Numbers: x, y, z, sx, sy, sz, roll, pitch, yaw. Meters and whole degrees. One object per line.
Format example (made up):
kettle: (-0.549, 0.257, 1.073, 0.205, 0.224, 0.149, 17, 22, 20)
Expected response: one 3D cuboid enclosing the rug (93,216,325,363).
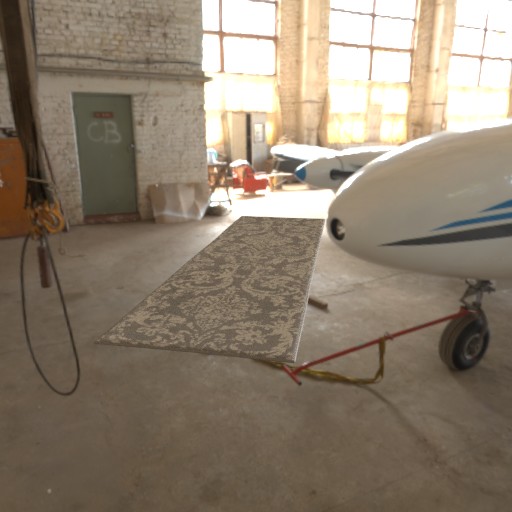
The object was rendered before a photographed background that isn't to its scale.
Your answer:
rug: (0.000, 0.000, 2.422, 0.662, 0.011, 2.196, 3, 16, 10)
